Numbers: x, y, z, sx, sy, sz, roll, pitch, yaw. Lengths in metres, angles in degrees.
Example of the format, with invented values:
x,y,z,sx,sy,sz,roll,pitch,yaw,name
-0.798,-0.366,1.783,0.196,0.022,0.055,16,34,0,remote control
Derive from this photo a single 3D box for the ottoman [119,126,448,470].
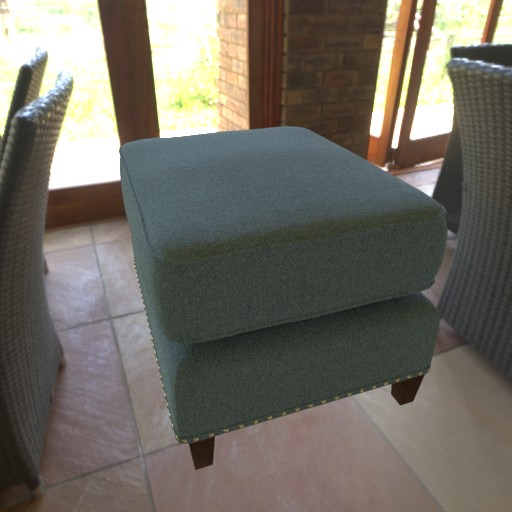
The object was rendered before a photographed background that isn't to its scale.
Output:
x,y,z,sx,sy,sz,roll,pitch,yaw,name
0.000,0.000,1.126,0.589,0.537,0.738,-10,31,-17,ottoman
